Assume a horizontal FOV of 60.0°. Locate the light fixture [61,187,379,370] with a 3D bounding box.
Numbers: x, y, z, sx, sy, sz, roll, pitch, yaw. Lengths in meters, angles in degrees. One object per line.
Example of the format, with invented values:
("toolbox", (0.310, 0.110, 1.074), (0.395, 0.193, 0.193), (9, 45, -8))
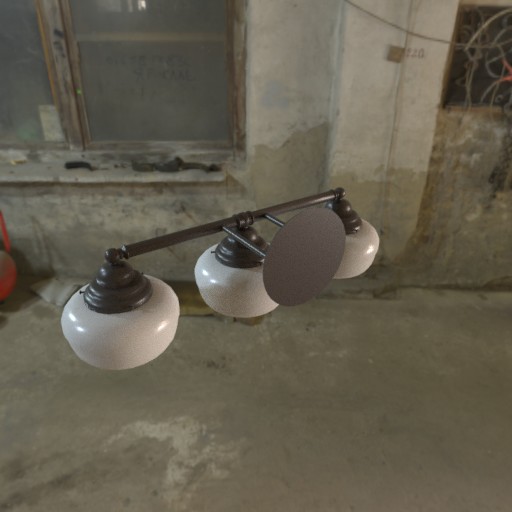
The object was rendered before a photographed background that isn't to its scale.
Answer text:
("light fixture", (0.000, 0.000, 0.702), (0.587, 0.242, 0.239), (-18, 34, -30))
